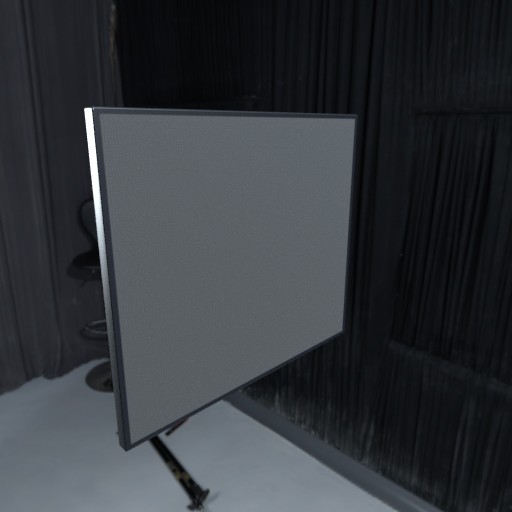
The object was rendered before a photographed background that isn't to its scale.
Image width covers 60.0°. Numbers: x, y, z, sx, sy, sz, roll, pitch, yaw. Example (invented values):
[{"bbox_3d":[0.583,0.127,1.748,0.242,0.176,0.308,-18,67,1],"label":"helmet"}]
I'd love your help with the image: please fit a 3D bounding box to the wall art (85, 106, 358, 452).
[{"bbox_3d":[0.000,0.000,0.727,0.521,0.450,0.018,-16,22,-42],"label":"wall art"}]
